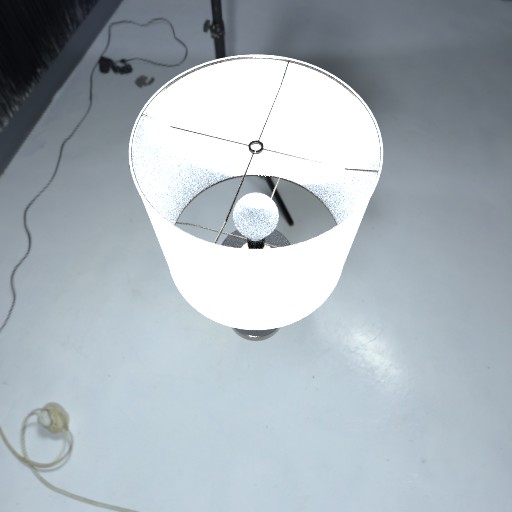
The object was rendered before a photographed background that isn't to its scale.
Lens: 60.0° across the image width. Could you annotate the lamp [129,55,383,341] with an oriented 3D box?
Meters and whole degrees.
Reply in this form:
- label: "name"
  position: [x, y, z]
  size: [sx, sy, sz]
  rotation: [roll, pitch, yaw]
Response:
- label: "lamp"
  position: [0.000, 0.000, 0.638]
  size: [0.241, 0.482, 0.240]
  rotation: [16, 64, 8]
